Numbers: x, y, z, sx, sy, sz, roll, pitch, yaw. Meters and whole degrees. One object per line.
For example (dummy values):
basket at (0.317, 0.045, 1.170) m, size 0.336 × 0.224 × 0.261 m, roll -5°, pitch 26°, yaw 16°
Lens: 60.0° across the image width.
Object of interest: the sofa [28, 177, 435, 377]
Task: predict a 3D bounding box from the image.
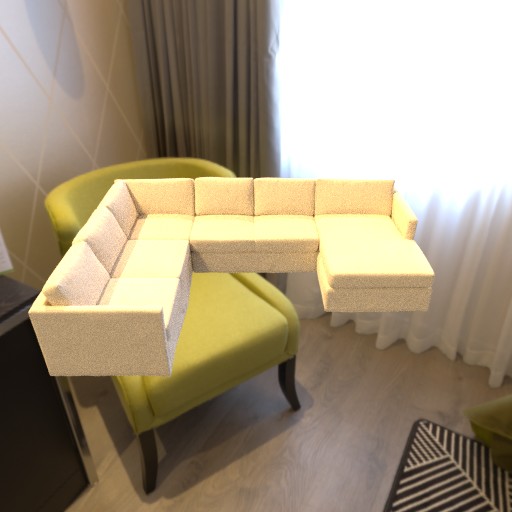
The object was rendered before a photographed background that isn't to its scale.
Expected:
sofa at (0.000, 0.000, 4.495) m, size 3.460 × 0.882 × 2.427 m, roll 0°, pitch 32°, yaw 0°
